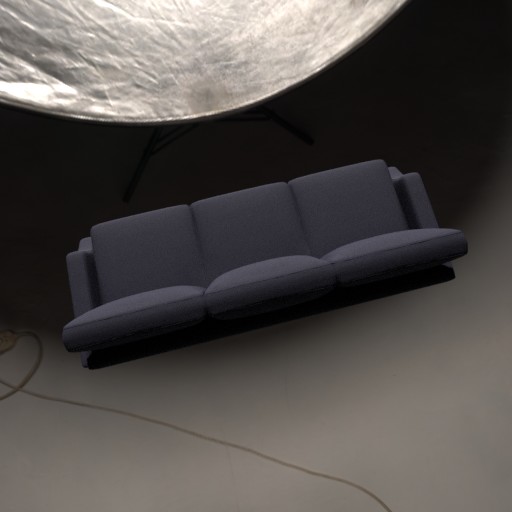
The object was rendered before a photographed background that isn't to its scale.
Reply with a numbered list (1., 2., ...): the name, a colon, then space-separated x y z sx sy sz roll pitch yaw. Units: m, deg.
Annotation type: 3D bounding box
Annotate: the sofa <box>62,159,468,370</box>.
1. sofa: 0.000 0.000 2.640 2.115 0.984 0.888 -14 77 -3
